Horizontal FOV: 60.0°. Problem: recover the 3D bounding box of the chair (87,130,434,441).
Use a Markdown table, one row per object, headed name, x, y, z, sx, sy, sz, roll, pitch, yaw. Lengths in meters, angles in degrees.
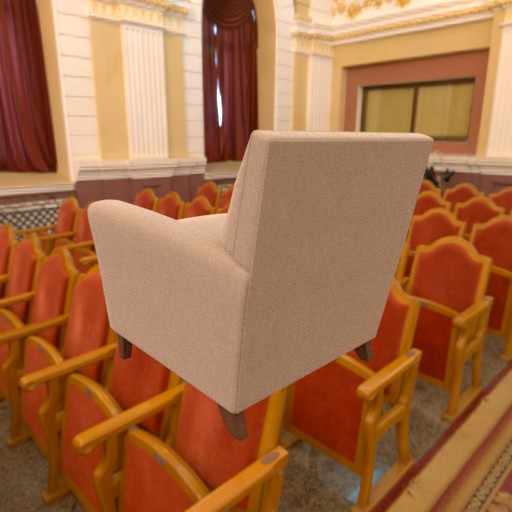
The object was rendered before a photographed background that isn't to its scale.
| name | x | y | z | sx | sy | sz | roll | pitch | yaw |
| --- | --- | --- | --- | --- | --- | --- | --- | --- | --- |
| chair | 0.000 | 0.000 | 1.583 | 0.840 | 0.846 | 0.871 | -14 | 20 | -42 |
